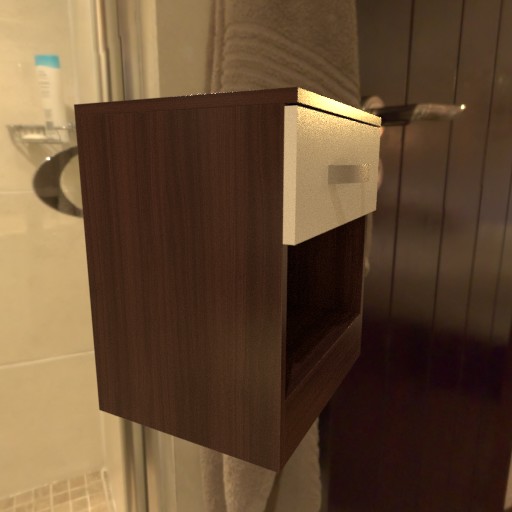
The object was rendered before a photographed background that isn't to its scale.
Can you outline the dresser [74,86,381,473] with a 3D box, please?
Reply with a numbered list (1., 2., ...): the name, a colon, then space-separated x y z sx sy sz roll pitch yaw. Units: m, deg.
1. dresser: 0.000 0.000 0.755 0.360 0.470 0.400 6 14 27
